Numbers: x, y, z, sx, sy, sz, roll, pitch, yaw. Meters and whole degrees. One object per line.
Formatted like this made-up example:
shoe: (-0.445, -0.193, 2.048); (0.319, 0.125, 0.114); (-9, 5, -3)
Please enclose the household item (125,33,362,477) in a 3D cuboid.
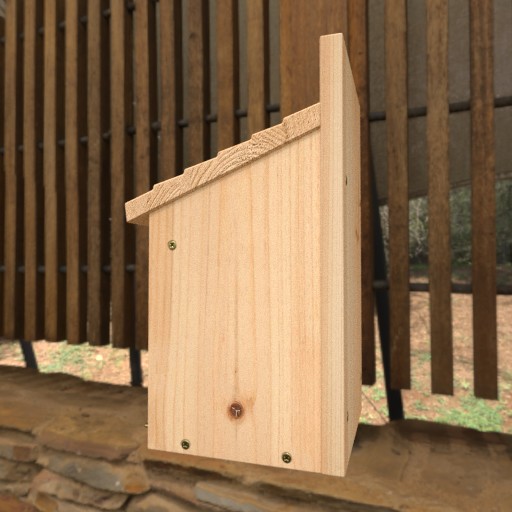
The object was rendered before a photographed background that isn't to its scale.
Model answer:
household item: (0.000, 0.000, 0.393); (0.171, 0.300, 0.149); (0, -2, 18)
